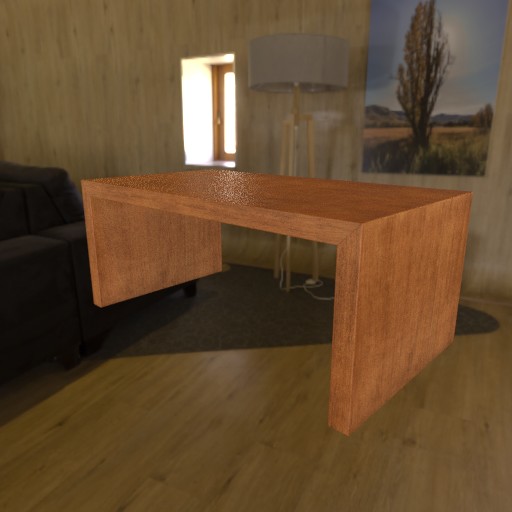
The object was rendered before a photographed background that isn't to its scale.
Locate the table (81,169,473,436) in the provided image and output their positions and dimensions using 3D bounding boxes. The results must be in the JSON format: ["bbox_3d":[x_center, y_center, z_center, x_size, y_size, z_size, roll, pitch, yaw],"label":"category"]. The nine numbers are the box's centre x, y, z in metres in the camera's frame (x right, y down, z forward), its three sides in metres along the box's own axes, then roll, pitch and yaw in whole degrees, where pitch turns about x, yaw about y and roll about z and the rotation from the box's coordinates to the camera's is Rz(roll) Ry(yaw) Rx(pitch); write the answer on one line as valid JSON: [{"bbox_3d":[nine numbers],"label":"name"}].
[{"bbox_3d":[0.000,0.000,1.319,1.000,0.419,0.549,14,21,41],"label":"table"}]
